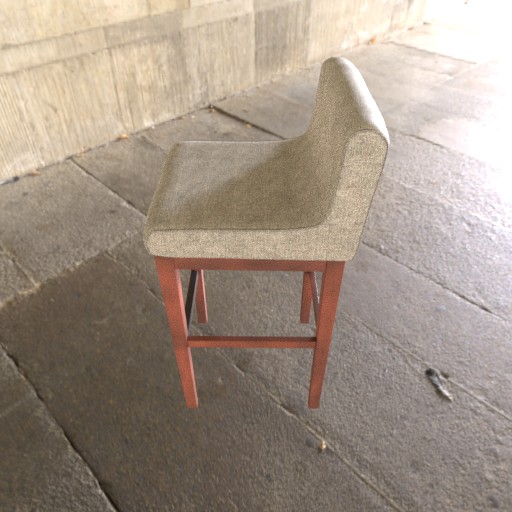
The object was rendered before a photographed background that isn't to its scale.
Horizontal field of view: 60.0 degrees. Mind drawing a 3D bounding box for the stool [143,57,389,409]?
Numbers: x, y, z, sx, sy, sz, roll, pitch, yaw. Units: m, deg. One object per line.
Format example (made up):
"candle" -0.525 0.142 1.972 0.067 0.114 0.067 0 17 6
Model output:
"stool" 0.000 0.000 1.253 0.499 0.965 0.426 0 41 0
